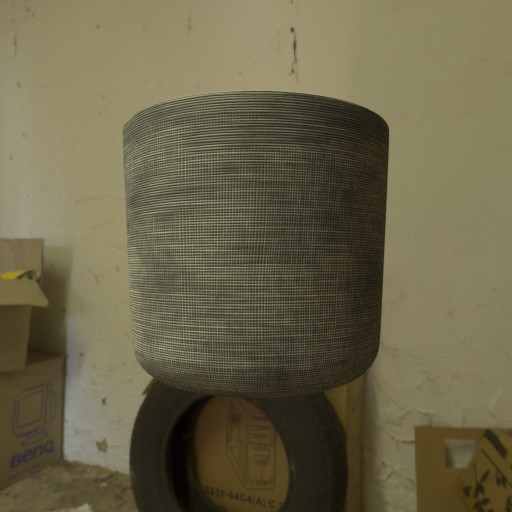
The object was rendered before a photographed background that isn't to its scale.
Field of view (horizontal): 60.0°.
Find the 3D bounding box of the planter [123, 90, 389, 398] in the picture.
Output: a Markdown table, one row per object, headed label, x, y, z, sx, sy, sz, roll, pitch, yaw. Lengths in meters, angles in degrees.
| label | x | y | z | sx | sy | sz | roll | pitch | yaw |
| --- | --- | --- | --- | --- | --- | --- | --- | --- | --- |
| planter | 0.000 | 0.000 | 0.759 | 0.440 | 0.398 | 0.440 | 0 | -1 | 0 |
